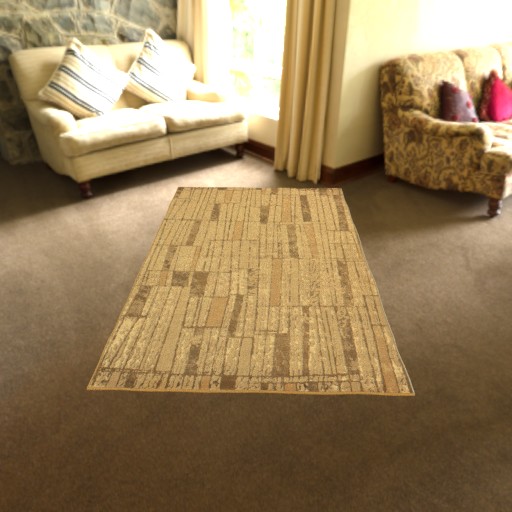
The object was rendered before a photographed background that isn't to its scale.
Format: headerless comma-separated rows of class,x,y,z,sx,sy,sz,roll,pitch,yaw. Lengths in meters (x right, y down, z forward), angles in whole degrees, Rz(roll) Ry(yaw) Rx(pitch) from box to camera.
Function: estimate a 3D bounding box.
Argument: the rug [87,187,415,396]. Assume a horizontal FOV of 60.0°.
rug,0.000,0.000,3.093,1.531,0.023,2.444,1,31,1
